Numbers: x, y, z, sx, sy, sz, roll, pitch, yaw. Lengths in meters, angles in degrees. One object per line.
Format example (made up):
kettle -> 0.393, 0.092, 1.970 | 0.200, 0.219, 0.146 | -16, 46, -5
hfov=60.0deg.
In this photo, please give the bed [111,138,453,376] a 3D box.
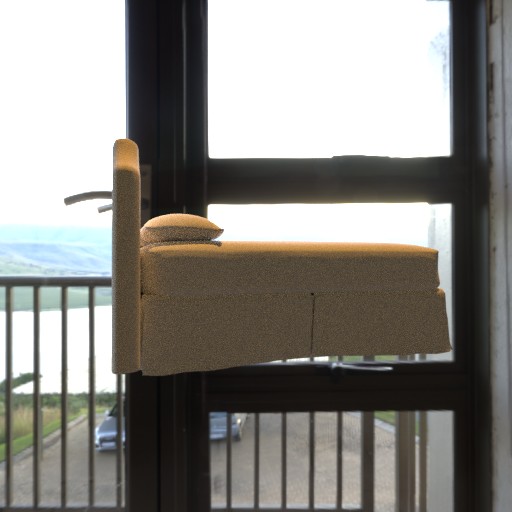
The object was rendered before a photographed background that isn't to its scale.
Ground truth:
bed -> 0.000, 0.000, 3.580 | 2.204, 1.301, 2.160 | 0, 0, -18
